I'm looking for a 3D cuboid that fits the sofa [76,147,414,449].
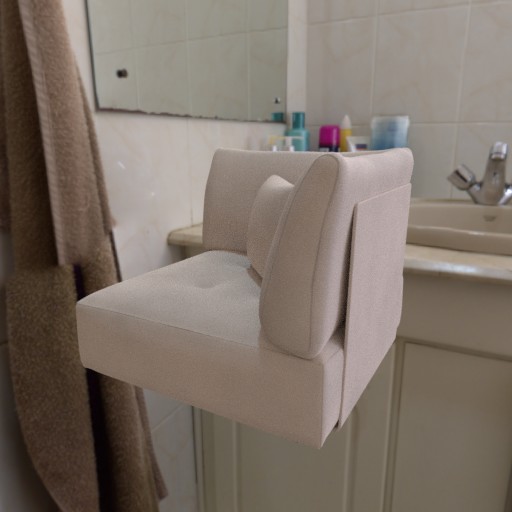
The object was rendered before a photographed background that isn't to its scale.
[{"bbox_3d":[0.000,0.000,1.730,1.000,0.820,1.000,8,16,28],"label":"sofa"}]
